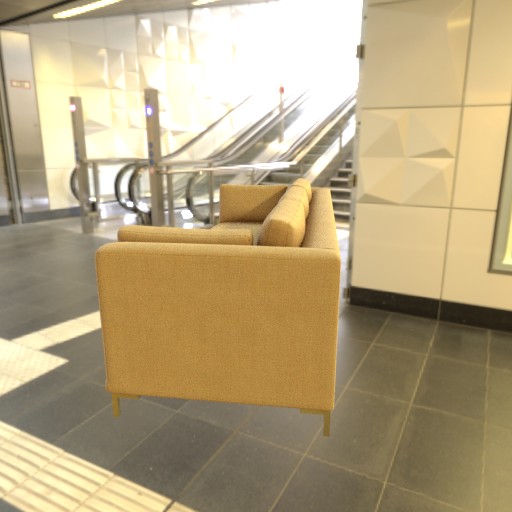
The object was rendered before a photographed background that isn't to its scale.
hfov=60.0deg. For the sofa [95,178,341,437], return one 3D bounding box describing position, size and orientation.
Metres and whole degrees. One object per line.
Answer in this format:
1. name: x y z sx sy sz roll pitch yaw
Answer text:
1. sofa: 0.000 0.000 2.892 0.969 0.867 2.415 2 15 8
